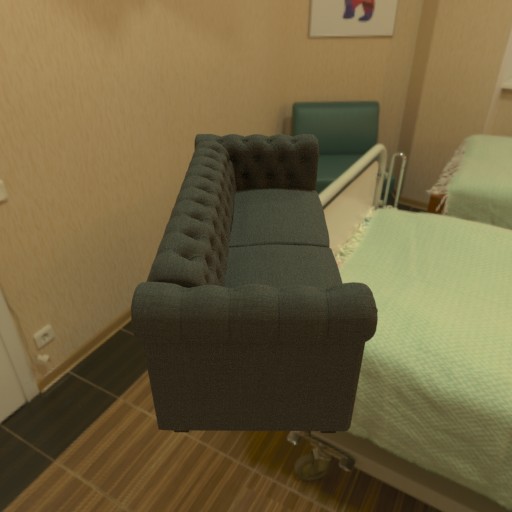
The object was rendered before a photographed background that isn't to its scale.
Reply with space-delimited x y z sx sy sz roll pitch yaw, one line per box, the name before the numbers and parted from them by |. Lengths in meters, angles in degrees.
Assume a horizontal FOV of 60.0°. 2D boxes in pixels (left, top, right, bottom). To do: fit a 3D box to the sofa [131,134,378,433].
sofa | 0.000 0.000 2.290 0.783 0.797 1.798 0 32 0
